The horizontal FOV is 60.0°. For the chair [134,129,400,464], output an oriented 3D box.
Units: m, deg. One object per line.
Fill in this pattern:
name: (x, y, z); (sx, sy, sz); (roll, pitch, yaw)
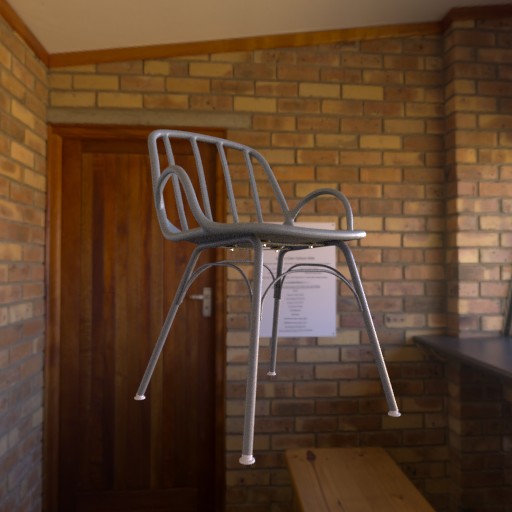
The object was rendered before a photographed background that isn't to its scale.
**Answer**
chair: (0.000, 0.000, 1.235); (0.549, 0.816, 0.597); (1, -2, -36)
